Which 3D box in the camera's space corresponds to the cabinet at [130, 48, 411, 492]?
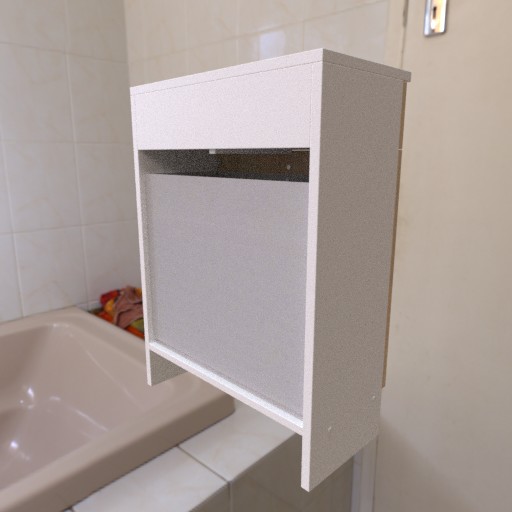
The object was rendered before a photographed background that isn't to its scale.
[{"bbox_3d":[0.000,0.000,1.094,0.296,0.815,0.600,-12,18,-43],"label":"cabinet"}]
